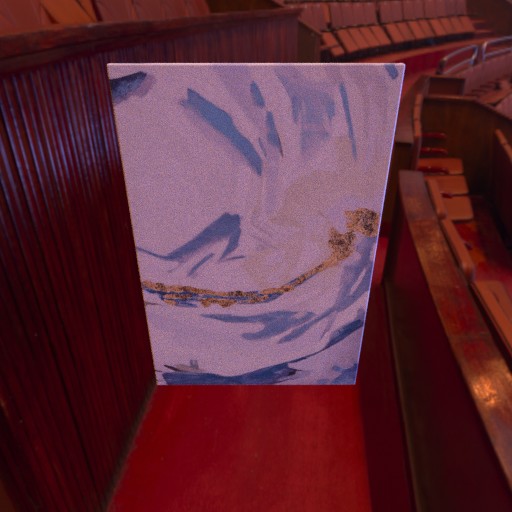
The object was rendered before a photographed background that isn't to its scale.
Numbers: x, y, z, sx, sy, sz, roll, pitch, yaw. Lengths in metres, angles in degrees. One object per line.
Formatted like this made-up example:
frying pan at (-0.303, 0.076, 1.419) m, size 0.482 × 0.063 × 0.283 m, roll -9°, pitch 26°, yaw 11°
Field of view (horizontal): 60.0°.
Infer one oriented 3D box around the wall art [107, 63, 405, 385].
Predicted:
wall art at (0.000, 0.000, 1.138) m, size 0.610 × 0.914 × 0.016 m, roll 0°, pitch 30°, yaw 0°
